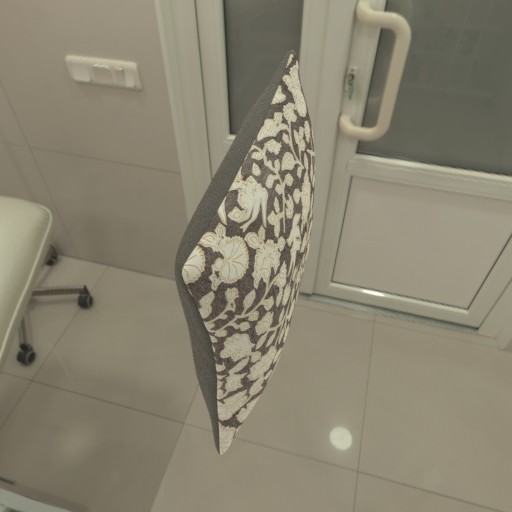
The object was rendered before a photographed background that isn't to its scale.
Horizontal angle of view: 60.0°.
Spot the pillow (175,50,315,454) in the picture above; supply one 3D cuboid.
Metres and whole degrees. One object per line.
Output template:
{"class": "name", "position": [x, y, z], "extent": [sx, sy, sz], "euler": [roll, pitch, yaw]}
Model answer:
{"class": "pillow", "position": [0.000, 0.000, 0.784], "extent": [0.166, 0.507, 0.526], "euler": [11, 49, 10]}
